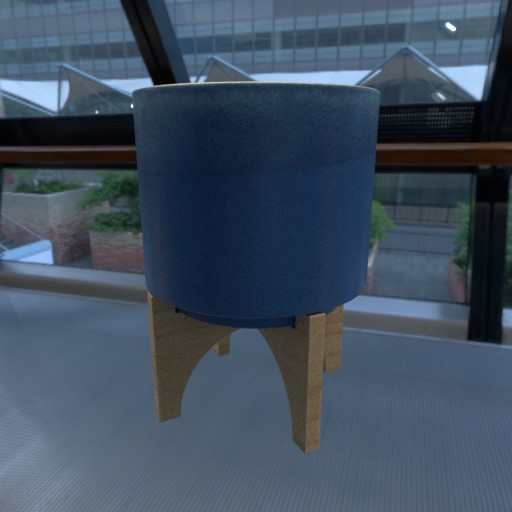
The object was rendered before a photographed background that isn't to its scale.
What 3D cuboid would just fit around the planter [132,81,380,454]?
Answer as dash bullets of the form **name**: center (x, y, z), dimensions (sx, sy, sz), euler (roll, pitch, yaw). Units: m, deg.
- **planter**: center (0.000, 0.000, 0.532), dimensions (0.261, 0.367, 0.261), euler (0, 16, 0)
